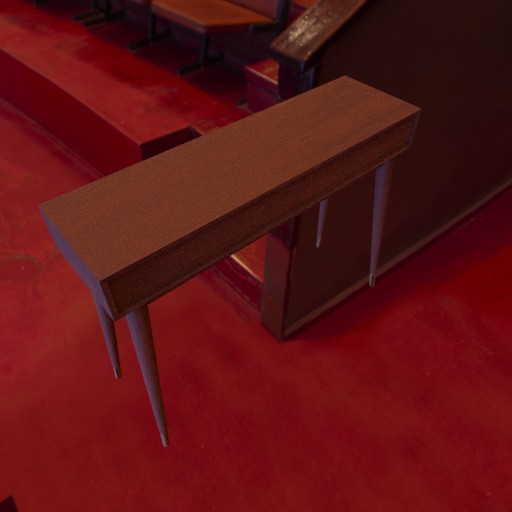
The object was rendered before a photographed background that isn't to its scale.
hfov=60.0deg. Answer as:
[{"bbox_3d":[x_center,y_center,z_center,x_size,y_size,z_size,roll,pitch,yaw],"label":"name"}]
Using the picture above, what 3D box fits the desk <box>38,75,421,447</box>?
[{"bbox_3d":[0.000,0.000,1.666,1.204,0.917,0.384,-32,54,-27],"label":"desk"}]
